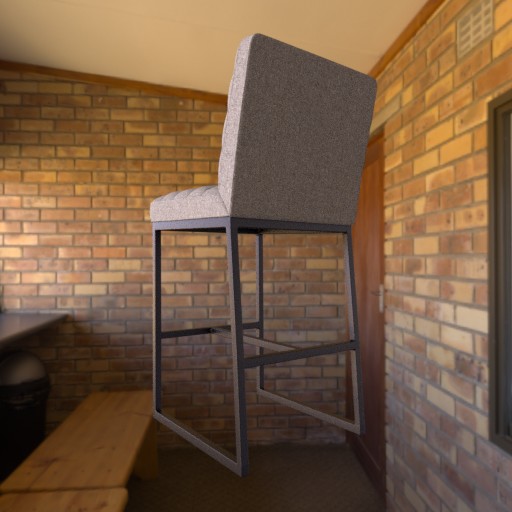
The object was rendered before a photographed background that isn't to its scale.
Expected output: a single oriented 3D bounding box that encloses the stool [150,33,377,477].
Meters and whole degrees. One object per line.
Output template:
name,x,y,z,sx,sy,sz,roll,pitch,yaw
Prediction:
stool,0.000,0.000,1.351,0.459,1.034,0.571,1,-1,-37
